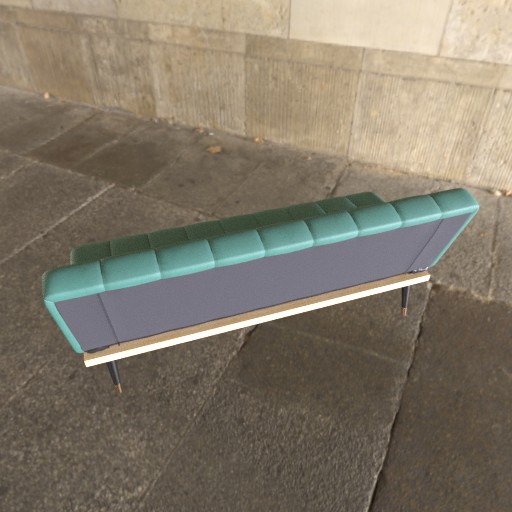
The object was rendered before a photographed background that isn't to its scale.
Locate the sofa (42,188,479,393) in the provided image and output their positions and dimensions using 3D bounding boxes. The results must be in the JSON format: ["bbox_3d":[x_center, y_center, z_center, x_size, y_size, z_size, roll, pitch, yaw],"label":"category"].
[{"bbox_3d":[0.000,0.000,2.252,1.810,0.820,0.830,-12,41,-14],"label":"sofa"}]
